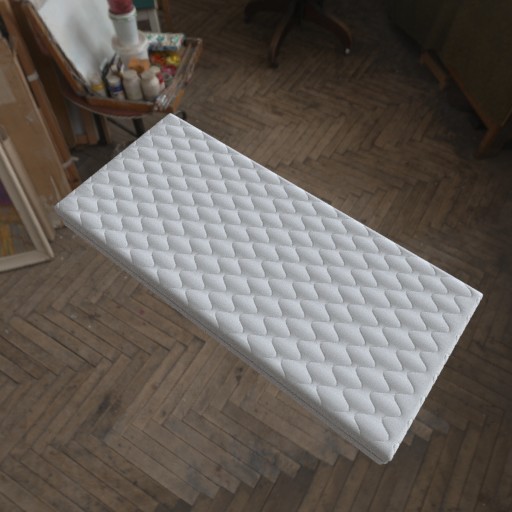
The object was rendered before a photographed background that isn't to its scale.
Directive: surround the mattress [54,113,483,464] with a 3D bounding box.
[{"bbox_3d":[0.000,0.000,2.256,2.000,0.200,0.900,33,65,18],"label":"mattress"}]
